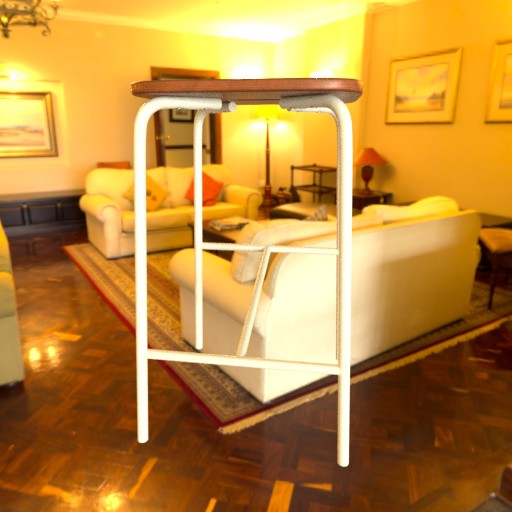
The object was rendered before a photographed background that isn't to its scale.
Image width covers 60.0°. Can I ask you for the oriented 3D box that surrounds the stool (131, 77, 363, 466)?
[{"bbox_3d":[0.000,0.000,0.863,0.376,0.610,0.376,3,16,9],"label":"stool"}]
